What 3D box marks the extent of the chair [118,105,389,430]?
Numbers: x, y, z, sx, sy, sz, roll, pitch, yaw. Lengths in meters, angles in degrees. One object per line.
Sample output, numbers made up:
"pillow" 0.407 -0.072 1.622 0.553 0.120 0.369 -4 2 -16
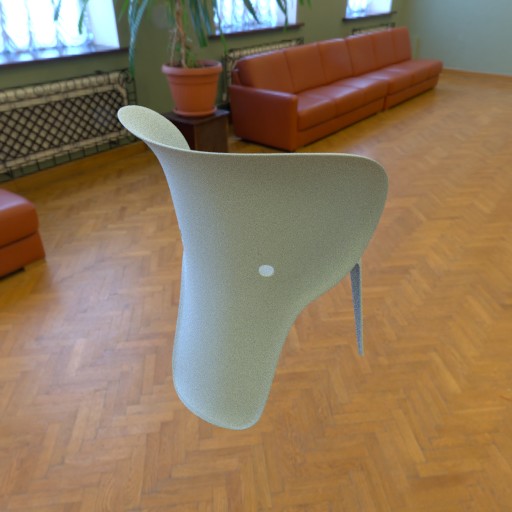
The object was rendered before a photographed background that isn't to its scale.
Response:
"chair" 0.000 0.000 0.856 0.451 0.554 0.402 22 38 31
